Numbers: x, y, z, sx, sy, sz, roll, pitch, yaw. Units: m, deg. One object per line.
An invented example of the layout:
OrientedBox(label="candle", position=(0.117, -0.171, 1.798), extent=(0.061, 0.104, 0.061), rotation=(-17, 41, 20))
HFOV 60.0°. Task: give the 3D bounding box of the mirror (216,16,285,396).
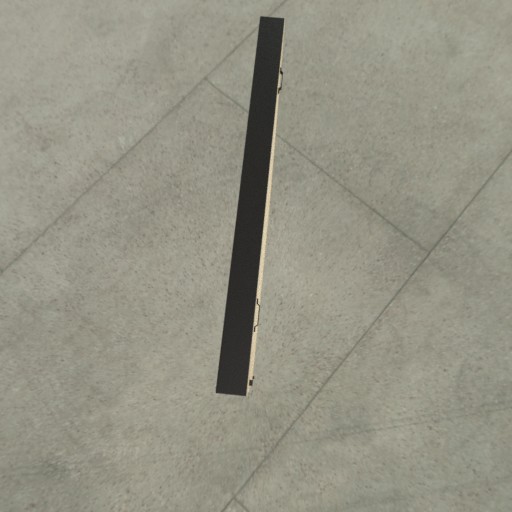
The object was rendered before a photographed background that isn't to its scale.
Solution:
OrientedBox(label="mirror", position=(0.000, 0.000, 0.899), extent=(0.040, 0.710, 0.507), rotation=(6, 75, 1))
